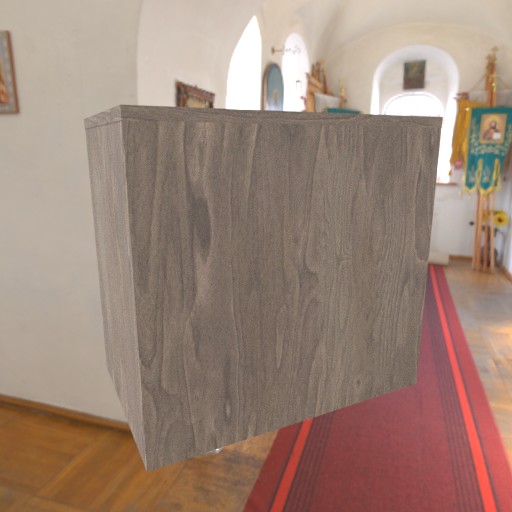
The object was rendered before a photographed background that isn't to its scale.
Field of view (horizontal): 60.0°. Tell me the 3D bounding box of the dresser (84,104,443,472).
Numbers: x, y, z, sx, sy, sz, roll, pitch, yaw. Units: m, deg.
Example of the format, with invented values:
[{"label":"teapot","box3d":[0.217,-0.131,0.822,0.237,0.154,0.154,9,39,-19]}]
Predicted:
[{"label":"dresser","box3d":[0.000,0.000,1.282,0.809,0.762,0.529,-7,16,-26]}]
